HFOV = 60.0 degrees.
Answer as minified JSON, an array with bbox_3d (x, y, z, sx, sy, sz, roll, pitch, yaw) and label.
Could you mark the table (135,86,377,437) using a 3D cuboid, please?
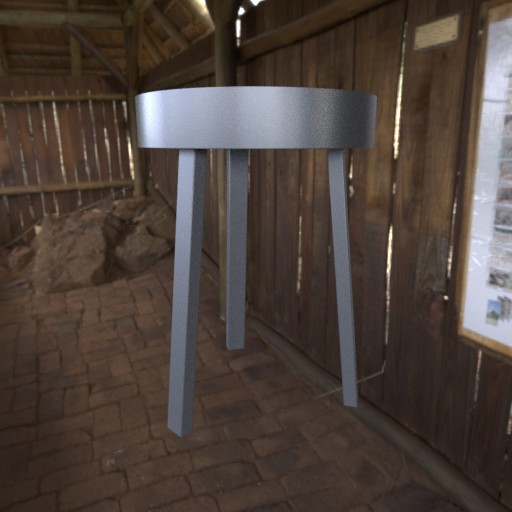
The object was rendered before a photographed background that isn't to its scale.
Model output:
[{"bbox_3d":[0.000,0.000,0.839,0.406,0.559,0.406,0,15,0],"label":"table"}]
